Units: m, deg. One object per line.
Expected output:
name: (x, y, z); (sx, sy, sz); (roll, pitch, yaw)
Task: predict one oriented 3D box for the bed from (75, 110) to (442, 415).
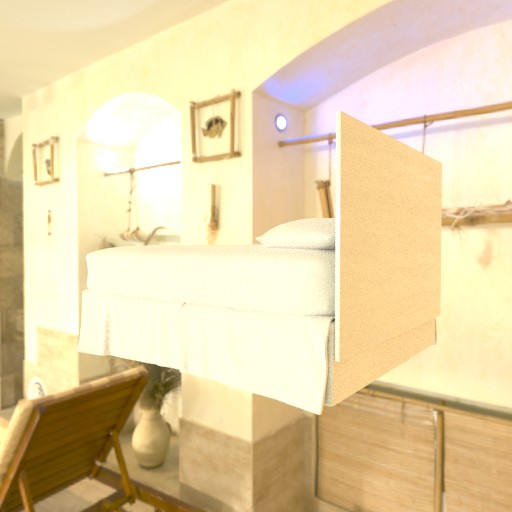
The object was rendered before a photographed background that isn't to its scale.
bed: (0.000, 0.000, 3.184); (2.094, 1.335, 1.745); (1, 2, 37)
